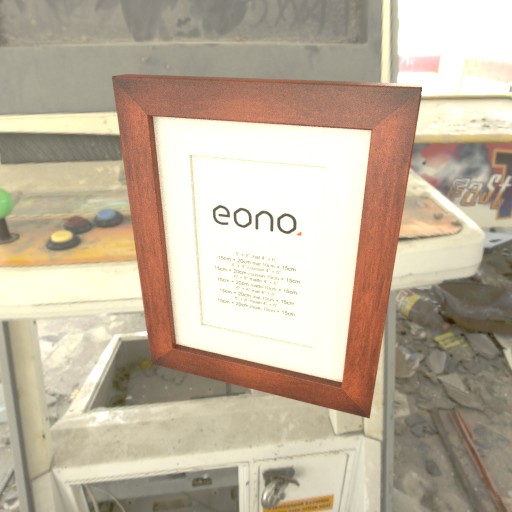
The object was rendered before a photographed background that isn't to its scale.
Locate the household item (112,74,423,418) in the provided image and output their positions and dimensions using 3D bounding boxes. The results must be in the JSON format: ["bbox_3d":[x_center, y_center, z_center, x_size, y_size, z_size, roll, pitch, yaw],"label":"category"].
[{"bbox_3d":[0.000,0.000,0.337,0.200,0.250,0.020,9,28,17],"label":"household item"}]
